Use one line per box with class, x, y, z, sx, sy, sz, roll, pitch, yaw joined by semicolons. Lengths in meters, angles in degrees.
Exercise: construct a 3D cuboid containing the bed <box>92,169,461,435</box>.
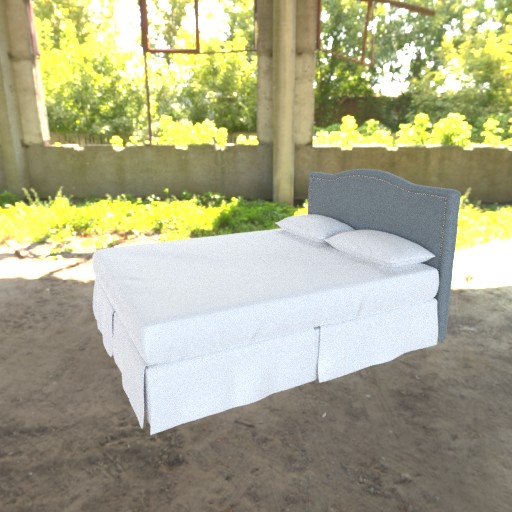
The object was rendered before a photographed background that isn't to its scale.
bed;0.000;0.000;4.017;2.689;1.457;2.161;-8;17;-27
